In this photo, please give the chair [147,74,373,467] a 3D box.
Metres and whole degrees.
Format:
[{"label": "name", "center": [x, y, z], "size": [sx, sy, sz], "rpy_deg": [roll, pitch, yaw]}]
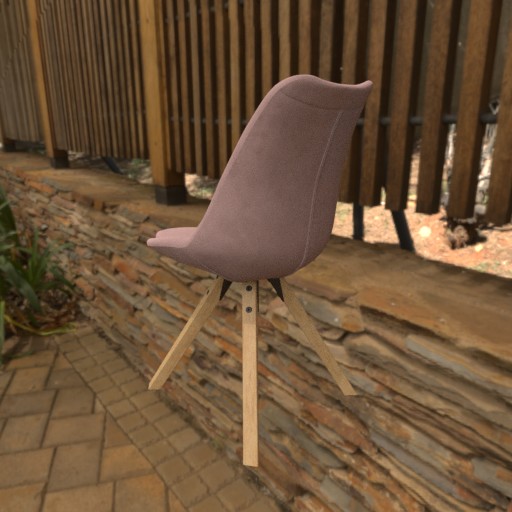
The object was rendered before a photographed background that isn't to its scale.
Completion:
[{"label": "chair", "center": [0.000, 0.000, 1.177], "size": [0.485, 0.850, 0.550], "rpy_deg": [-16, 23, -42]}]
